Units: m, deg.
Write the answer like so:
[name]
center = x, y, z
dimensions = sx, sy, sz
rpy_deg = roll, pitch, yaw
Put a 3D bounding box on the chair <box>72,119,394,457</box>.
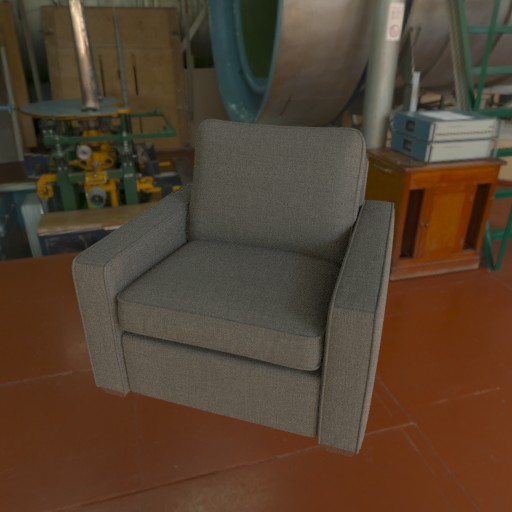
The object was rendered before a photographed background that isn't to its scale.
[chair]
center = 0.000, 0.000, 1.742
dimensions = 1.017, 0.919, 0.940
rpy_deg = 8, 28, 16
